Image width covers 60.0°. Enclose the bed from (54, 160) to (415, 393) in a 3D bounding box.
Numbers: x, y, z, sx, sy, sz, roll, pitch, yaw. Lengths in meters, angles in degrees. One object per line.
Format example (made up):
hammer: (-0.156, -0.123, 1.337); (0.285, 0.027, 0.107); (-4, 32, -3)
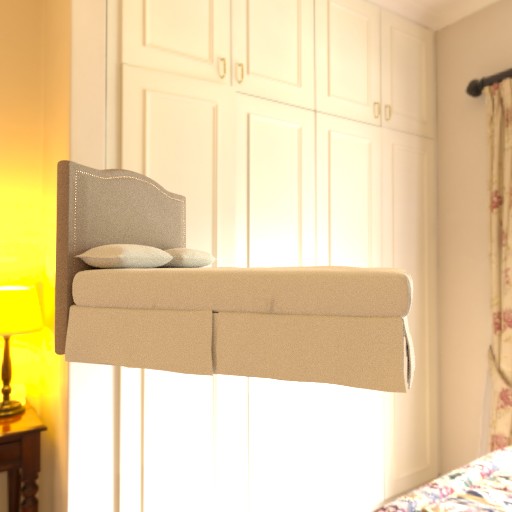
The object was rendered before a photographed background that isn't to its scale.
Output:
bed: (0.000, 0.000, 3.424); (2.282, 1.436, 1.821); (0, -1, 18)
